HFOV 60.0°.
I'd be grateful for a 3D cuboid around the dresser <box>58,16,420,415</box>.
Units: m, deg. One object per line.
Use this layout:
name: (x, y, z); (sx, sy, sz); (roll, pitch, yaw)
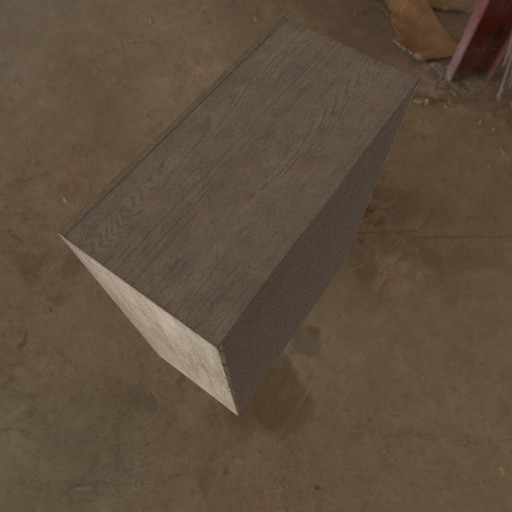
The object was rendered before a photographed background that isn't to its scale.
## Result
dresser: (0.000, 0.000, 1.755); (0.483, 1.295, 0.967); (33, 68, 15)
